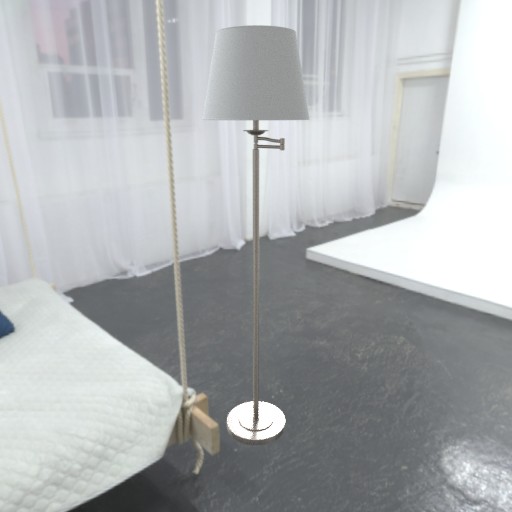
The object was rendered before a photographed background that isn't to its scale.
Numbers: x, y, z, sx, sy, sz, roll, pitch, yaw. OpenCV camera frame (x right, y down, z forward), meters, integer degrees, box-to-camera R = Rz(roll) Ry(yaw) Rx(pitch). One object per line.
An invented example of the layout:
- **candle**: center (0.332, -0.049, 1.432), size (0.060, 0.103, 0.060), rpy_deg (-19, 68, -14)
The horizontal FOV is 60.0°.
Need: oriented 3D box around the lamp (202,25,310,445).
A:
- **lamp**: center (0.000, 0.000, 1.619), size (0.355, 1.473, 0.355), rpy_deg (0, 18, 0)
